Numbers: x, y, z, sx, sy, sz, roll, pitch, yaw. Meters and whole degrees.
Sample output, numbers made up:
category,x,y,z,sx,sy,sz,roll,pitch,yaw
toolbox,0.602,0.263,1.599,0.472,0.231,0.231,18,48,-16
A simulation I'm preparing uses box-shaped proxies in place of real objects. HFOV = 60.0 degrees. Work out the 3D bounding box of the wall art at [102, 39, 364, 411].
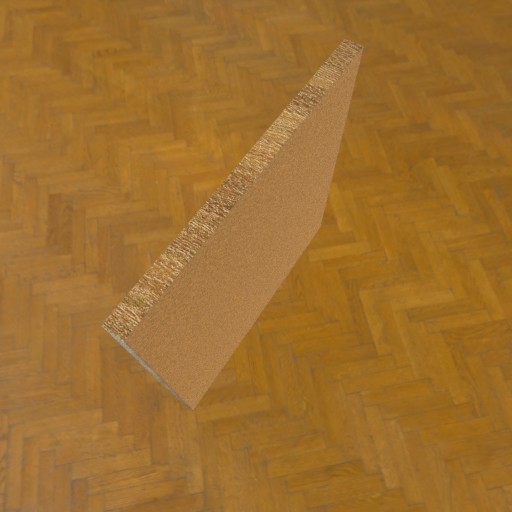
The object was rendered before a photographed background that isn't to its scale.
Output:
category,x,y,z,sx,sy,sz,roll,pitch,yaw
wall art,0.000,0.000,0.906,0.042,0.608,0.611,31,67,14
